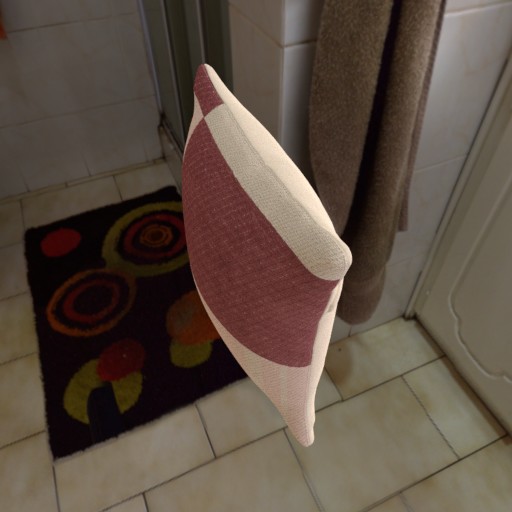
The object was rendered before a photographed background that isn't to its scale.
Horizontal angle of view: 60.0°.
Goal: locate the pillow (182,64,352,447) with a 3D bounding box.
[{"bbox_3d":[0.000,0.000,0.799,0.229,0.506,0.536,-16,50,-14],"label":"pillow"}]
